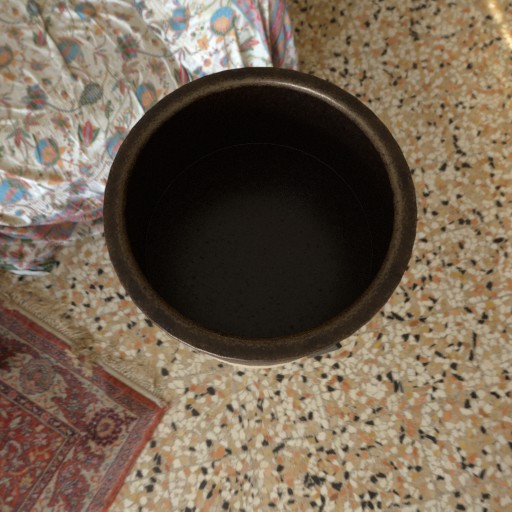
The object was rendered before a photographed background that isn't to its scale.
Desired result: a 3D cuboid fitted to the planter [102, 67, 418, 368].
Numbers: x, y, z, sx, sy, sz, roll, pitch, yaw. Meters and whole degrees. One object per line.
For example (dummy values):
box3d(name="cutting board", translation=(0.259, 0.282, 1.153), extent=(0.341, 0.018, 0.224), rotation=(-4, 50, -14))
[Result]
box3d(name="planter", translation=(0.000, 0.000, 0.702), extent=(0.354, 0.465, 0.345), rotation=(-4, 75, -1))
